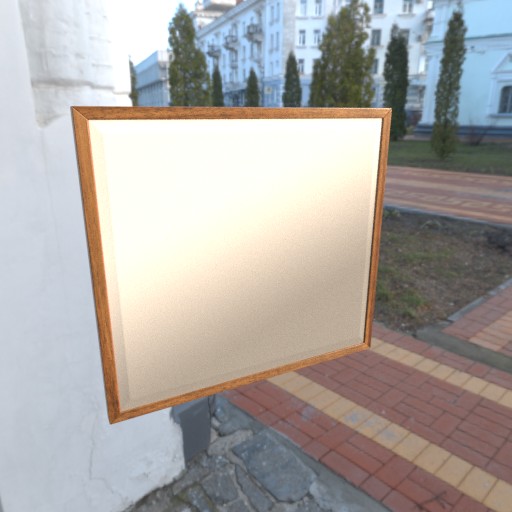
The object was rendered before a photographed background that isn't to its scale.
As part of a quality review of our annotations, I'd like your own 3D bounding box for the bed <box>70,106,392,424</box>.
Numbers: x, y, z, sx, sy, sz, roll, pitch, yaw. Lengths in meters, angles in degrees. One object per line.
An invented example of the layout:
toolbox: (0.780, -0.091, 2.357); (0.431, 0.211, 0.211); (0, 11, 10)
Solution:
bed: (0.000, 0.000, 1.478); (1.041, 0.940, 0.043); (-9, 20, -26)
